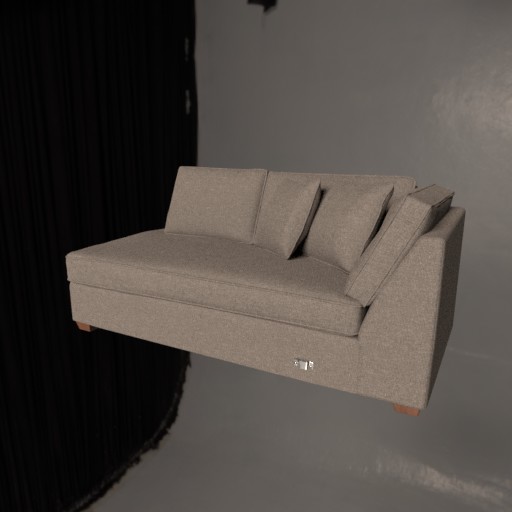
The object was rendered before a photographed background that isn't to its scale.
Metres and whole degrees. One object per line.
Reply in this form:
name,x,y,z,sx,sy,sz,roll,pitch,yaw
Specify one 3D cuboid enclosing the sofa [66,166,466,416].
sofa,0.000,0.000,2.744,2.237,1.033,1.110,7,16,28
